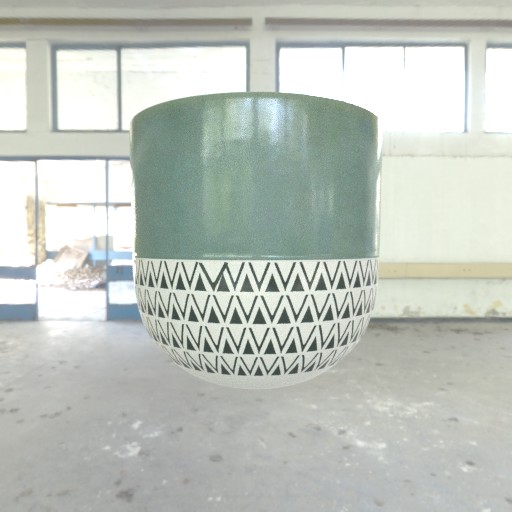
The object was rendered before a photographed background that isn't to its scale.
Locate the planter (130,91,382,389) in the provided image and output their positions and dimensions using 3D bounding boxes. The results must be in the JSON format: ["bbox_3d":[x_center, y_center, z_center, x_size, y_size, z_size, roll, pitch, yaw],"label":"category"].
[{"bbox_3d":[0.000,0.000,0.488,0.266,0.270,0.266,0,2,0],"label":"planter"}]
